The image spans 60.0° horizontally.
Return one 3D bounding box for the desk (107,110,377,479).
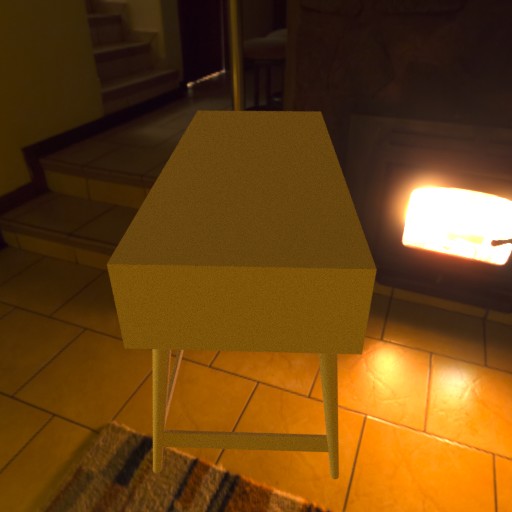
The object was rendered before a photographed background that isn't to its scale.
[{"bbox_3d":[0.000,0.000,1.693,0.589,0.762,1.313,1,32,2],"label":"desk"}]
